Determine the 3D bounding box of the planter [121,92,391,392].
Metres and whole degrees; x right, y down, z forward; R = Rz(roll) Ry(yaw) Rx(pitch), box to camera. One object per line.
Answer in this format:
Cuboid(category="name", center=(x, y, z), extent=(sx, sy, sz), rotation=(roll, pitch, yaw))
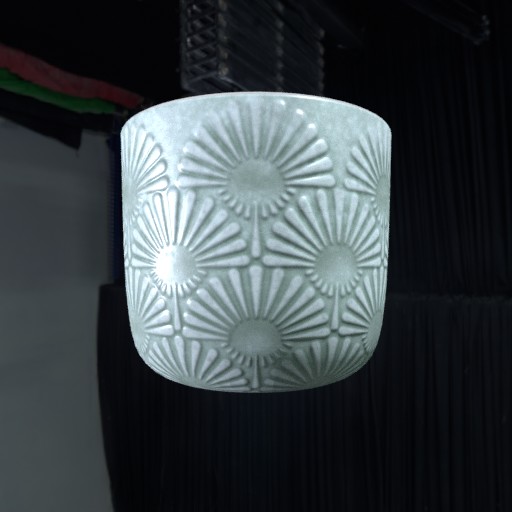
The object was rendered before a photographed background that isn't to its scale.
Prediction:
Cuboid(category="planter", center=(0.000, 0.000, 0.211), extent=(0.124, 0.109, 0.124), rotation=(0, -2, 0))
